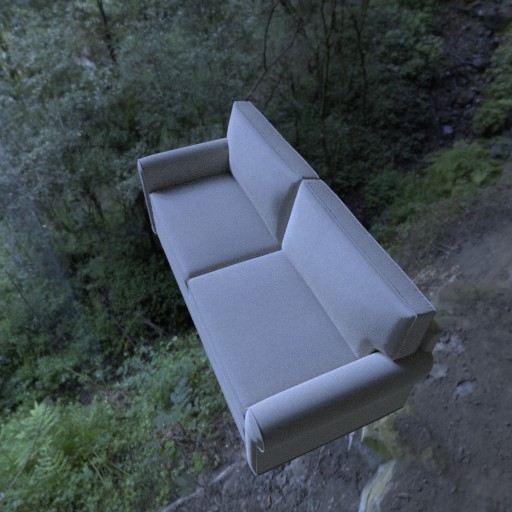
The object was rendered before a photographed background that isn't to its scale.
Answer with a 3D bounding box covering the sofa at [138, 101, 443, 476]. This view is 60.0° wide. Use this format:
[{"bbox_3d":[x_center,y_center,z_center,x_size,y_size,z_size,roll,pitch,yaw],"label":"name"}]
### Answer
[{"bbox_3d":[0.000,0.000,2.619,0.901,0.962,2.146,-18,49,-16],"label":"sofa"}]
